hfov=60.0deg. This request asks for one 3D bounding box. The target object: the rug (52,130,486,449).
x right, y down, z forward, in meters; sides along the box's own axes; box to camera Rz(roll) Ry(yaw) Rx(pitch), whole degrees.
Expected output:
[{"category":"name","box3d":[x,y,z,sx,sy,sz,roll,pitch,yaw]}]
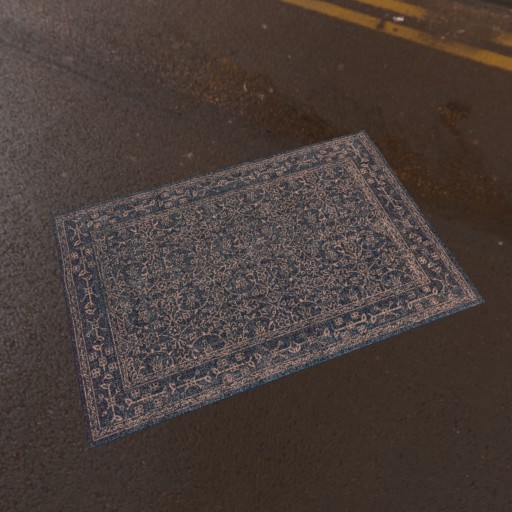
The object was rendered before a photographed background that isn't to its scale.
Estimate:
[{"category":"rug","box3d":[0.000,0.000,2.171,1.819,0.005,1.200,-17,60,-10]}]
